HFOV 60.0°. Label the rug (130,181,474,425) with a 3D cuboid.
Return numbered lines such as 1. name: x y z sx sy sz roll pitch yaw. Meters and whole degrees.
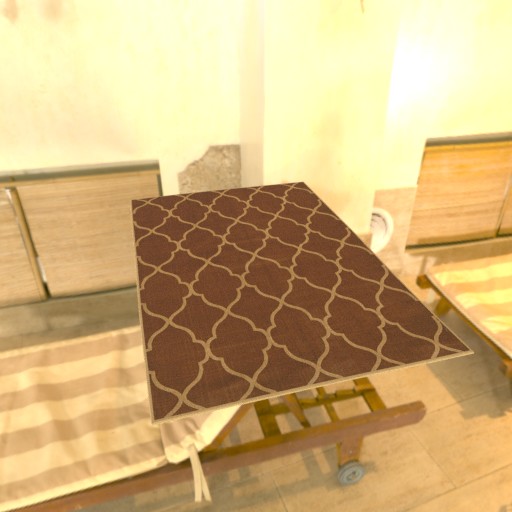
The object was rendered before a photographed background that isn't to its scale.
1. rug: 0.000 0.000 2.879 1.526 0.014 2.290 -8 32 -13
